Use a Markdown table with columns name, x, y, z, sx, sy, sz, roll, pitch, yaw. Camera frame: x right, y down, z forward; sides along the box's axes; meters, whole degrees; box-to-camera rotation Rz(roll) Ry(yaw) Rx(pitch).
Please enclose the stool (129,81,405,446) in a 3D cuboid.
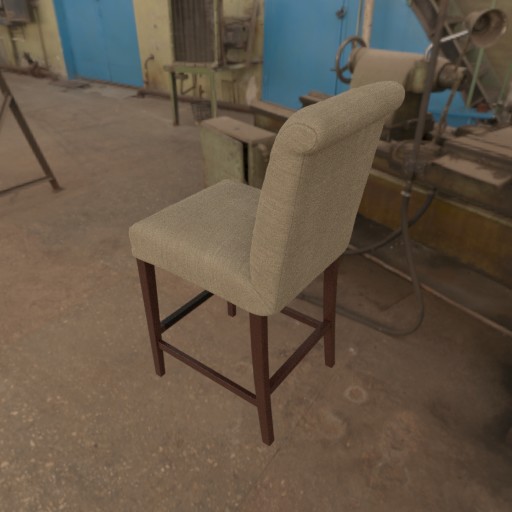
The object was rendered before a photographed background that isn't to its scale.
| name | x | y | z | sx | sy | sz | roll | pitch | yaw |
| --- | --- | --- | --- | --- | --- | --- | --- | --- | --- |
| stool | 0.000 | 0.000 | 1.436 | 0.660 | 1.084 | 0.486 | 21 | 38 | 30 |
